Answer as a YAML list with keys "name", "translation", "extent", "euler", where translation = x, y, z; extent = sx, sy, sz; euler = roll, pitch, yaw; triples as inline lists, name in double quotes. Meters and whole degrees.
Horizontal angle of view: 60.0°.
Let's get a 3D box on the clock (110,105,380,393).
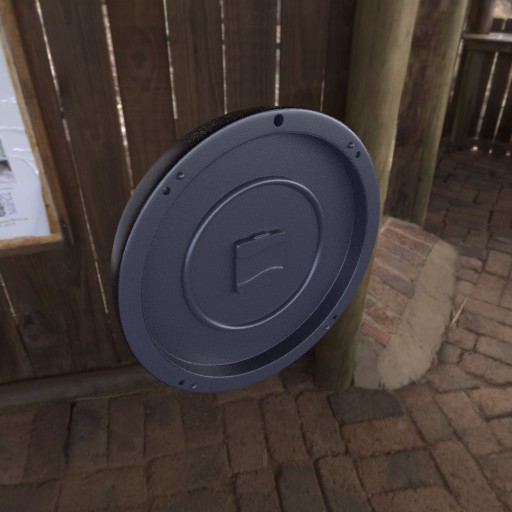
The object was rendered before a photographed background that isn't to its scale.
- name: "clock"
  translation: [0.000, 0.000, 0.450]
  extent: [0.300, 0.300, 0.060]
  euler: [-19, 36, -28]
